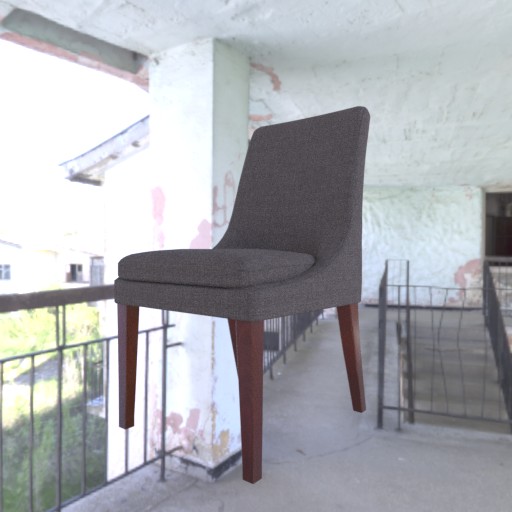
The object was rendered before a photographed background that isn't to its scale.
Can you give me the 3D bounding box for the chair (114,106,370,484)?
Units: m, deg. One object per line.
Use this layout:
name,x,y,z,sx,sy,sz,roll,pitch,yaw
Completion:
chair,0.000,0.000,1.322,0.508,0.952,0.655,1,2,38
